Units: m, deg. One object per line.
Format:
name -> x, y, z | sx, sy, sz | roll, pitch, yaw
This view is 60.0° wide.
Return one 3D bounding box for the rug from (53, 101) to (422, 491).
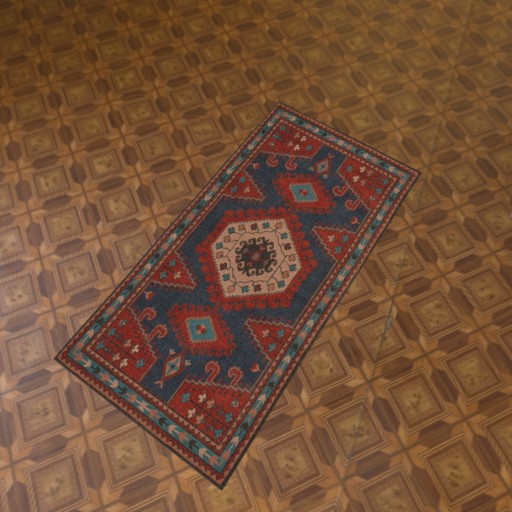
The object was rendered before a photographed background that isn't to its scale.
rug -> 0.000, 0.000, 3.585 | 1.522, 0.034, 3.032 | 31, 68, 14
